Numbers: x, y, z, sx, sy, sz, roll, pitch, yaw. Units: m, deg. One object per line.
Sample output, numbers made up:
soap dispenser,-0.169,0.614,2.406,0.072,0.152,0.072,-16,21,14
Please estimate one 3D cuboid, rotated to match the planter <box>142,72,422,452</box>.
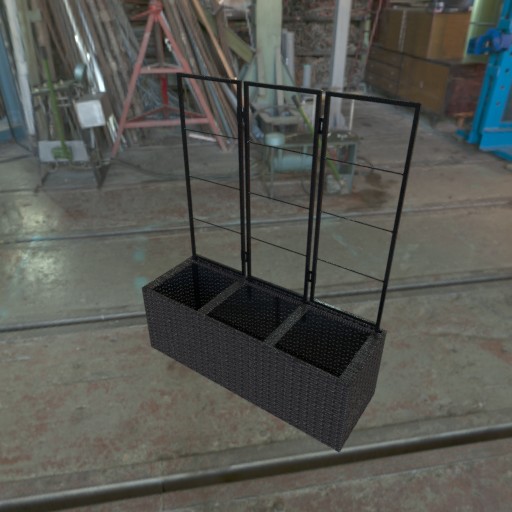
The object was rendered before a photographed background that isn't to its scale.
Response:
planter,0.000,0.000,1.194,0.699,0.841,0.244,20,36,29
